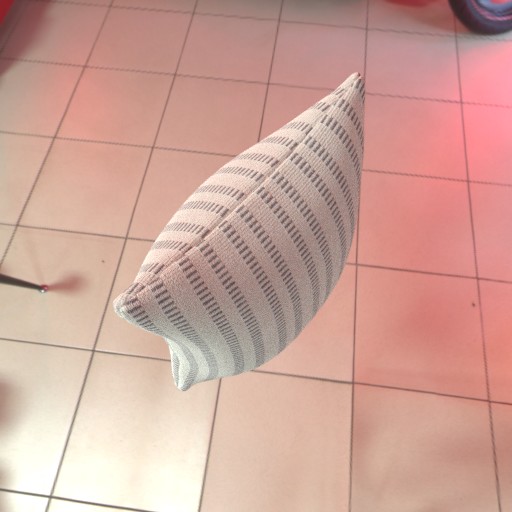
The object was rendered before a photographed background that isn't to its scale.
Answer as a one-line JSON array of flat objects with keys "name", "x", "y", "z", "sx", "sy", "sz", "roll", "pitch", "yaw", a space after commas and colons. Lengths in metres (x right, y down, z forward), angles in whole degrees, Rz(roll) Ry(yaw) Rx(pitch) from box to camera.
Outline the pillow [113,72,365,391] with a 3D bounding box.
[{"name": "pillow", "x": 0.000, "y": 0.000, "z": 0.694, "sx": 0.247, "sy": 0.419, "sz": 0.438, "roll": 37, "pitch": 69, "yaw": 17}]
